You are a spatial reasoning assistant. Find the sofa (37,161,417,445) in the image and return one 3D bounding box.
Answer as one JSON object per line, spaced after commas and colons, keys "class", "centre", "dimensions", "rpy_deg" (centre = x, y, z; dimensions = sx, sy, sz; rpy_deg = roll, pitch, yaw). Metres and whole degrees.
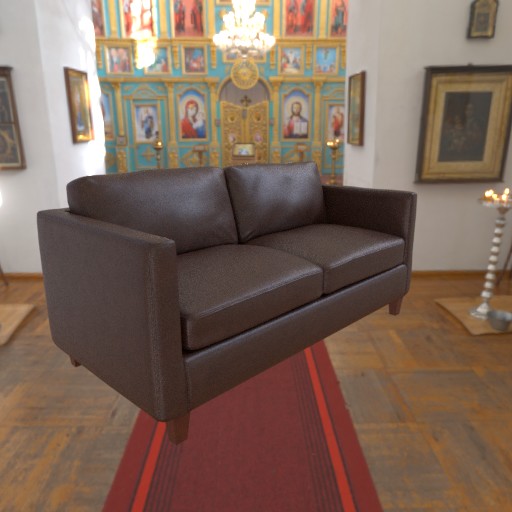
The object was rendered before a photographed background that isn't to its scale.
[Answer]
{"class": "sofa", "centre": [0.000, 0.000, 2.365], "dimensions": [0.951, 0.933, 1.883], "rpy_deg": [14, 20, 42]}
